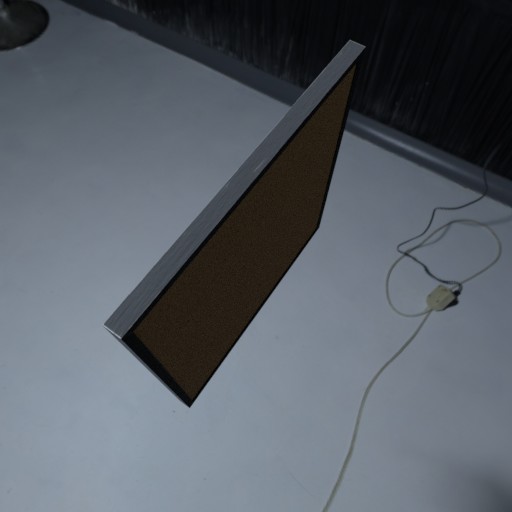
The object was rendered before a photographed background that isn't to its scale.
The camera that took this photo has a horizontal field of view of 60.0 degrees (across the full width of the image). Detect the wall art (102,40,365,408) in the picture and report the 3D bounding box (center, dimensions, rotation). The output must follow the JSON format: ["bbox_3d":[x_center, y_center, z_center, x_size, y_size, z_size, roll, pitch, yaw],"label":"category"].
[{"bbox_3d":[0.000,0.000,1.139,0.037,0.761,0.761,32,68,14],"label":"wall art"}]
